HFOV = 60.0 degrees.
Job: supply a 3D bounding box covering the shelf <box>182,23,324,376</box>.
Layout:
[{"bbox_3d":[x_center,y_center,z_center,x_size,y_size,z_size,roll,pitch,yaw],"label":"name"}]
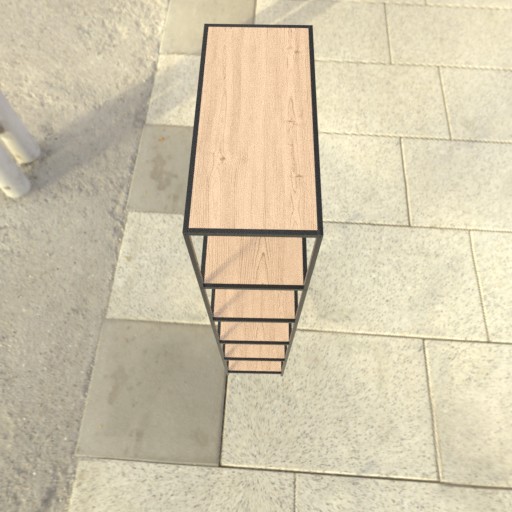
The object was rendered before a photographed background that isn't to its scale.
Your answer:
[{"bbox_3d":[0.000,0.000,2.097,0.350,1.850,0.770,1,64,1],"label":"shelf"}]
